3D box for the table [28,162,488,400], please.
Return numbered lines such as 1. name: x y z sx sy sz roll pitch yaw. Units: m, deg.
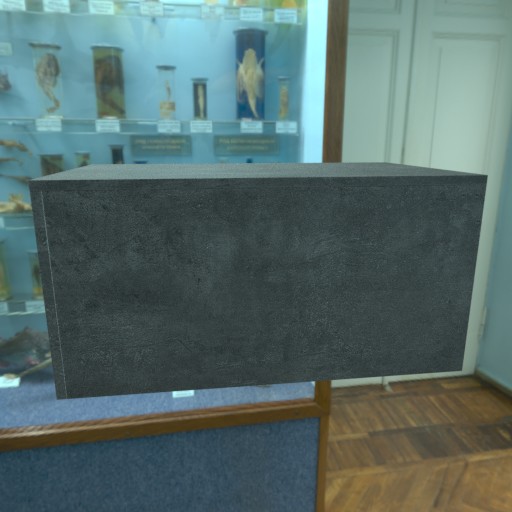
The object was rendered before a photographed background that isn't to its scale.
1. table: 0.000 0.000 0.904 0.700 0.350 0.400 -2 15 -7
